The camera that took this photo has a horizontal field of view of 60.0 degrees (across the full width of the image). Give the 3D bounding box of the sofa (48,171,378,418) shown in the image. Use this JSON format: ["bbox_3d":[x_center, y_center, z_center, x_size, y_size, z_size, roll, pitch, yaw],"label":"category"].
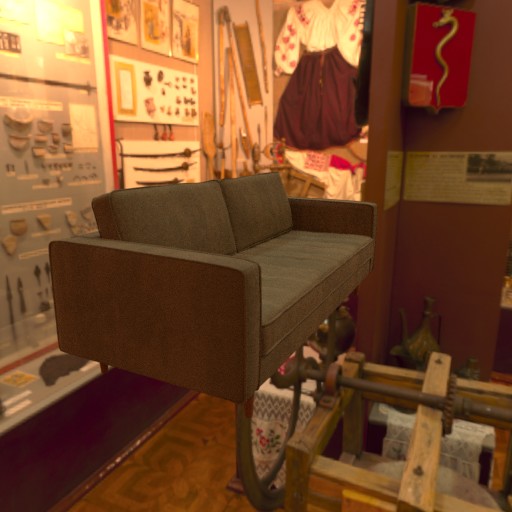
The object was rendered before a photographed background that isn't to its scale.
[{"bbox_3d":[0.000,0.000,2.421,0.924,0.825,1.920,7,15,26],"label":"sofa"}]
